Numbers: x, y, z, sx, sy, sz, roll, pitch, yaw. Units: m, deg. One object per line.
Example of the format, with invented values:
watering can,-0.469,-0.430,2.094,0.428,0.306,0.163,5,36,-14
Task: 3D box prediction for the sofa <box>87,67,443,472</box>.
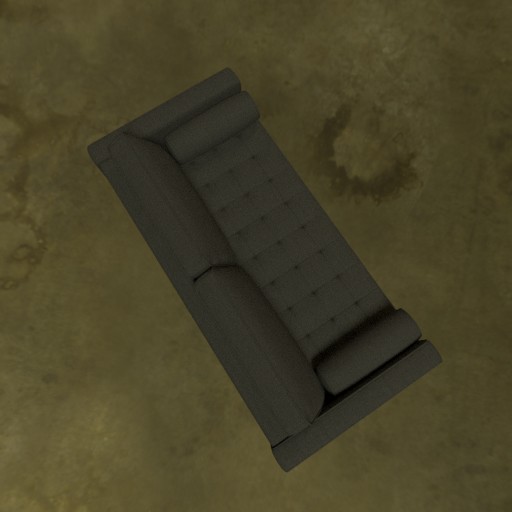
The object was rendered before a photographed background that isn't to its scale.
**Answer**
sofa,0.000,0.000,2.360,0.914,0.759,1.875,-32,79,-7
